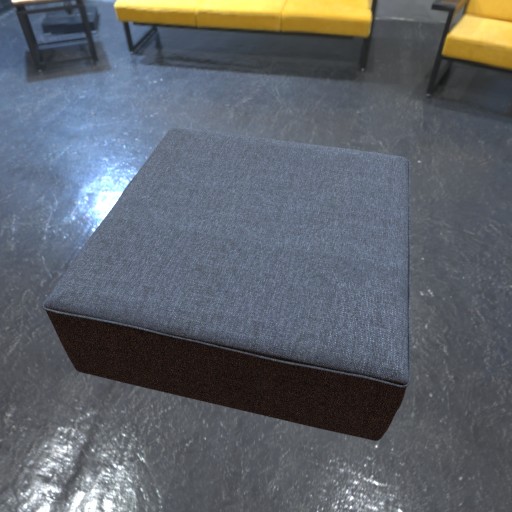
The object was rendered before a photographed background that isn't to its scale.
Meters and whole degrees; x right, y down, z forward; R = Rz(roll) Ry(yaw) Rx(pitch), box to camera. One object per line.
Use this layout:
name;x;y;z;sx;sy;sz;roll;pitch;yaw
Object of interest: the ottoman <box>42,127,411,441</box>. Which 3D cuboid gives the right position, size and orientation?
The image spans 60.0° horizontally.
ottoman;0.000;0.000;1.601;1.023;0.423;1.017;10;47;10
